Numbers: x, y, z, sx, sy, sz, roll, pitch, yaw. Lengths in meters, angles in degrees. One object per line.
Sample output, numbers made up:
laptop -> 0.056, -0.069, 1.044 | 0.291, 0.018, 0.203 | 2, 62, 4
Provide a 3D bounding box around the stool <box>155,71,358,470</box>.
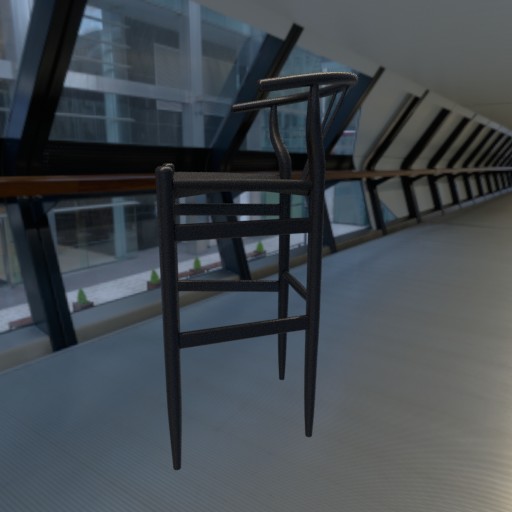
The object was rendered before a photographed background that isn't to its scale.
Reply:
stool -> 0.000, 0.000, 1.415 | 0.579, 1.072, 0.569 | -2, 13, -10
